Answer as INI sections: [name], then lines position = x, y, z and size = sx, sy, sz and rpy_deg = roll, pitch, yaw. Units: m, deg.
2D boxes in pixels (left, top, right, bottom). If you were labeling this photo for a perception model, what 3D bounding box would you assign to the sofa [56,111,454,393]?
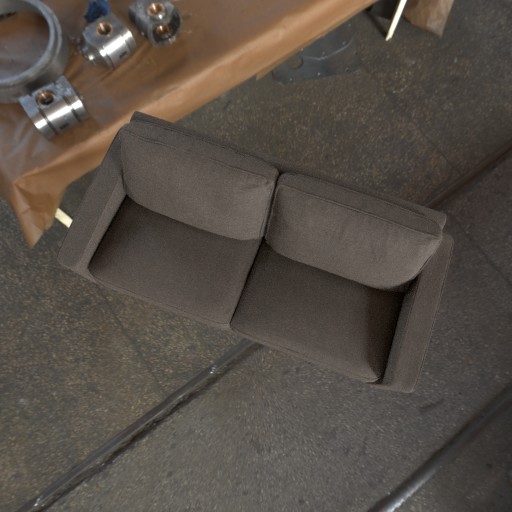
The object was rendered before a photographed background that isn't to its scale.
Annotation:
[sofa]
position = 0.000, 0.000, 2.602
size = 2.080, 0.919, 0.940
rpy_deg = 20, 76, 5
